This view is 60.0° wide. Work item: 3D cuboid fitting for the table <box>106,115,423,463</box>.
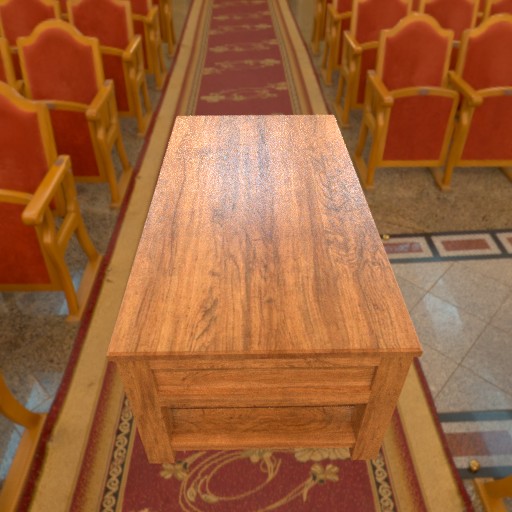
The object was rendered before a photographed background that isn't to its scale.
[{"bbox_3d":[0.000,0.000,1.455,0.635,0.480,1.150,-1,40,-1],"label":"table"}]
